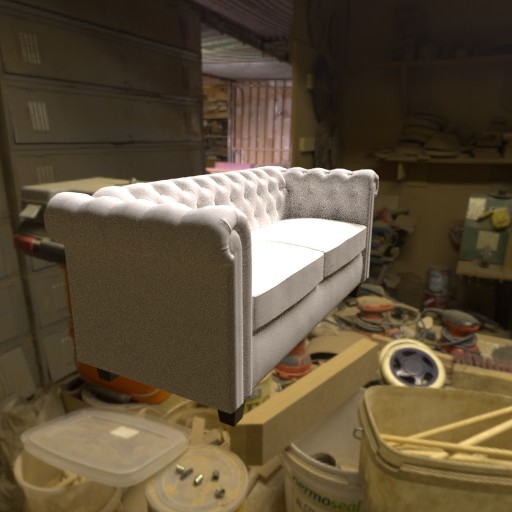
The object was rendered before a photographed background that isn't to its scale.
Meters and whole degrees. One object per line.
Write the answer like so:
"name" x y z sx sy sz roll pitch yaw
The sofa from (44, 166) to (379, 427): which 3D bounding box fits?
"sofa" 0.000 0.000 2.249 0.771 0.796 1.798 8 17 28
